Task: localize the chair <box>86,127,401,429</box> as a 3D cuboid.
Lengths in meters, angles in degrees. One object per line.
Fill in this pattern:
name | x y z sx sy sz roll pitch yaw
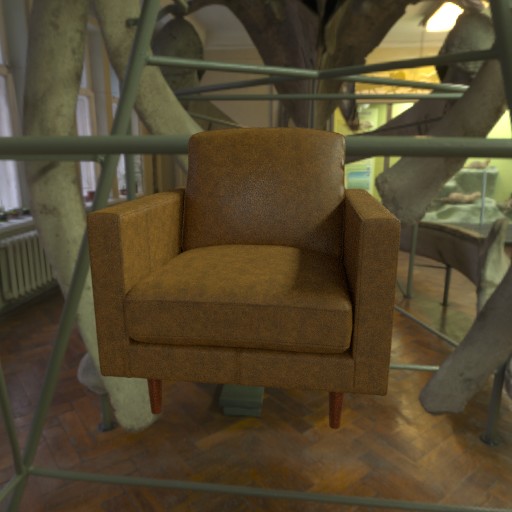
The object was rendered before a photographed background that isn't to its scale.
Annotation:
chair | 0.000 0.000 1.670 0.890 0.956 0.909 2 14 7
